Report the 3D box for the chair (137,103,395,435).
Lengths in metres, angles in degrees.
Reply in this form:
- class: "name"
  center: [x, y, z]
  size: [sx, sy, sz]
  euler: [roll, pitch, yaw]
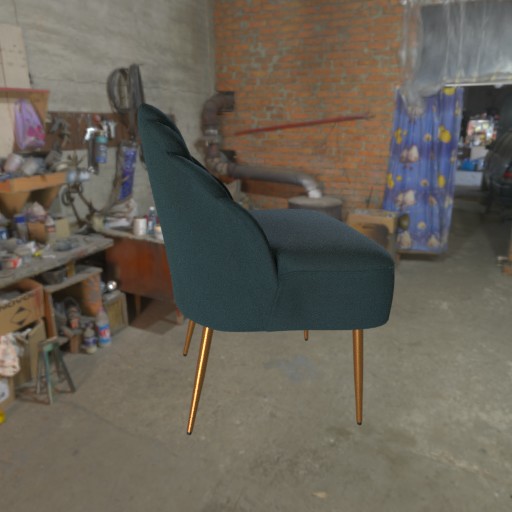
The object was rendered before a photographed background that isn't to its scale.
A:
- class: "chair"
  center: [0.000, 0.000, 1.266]
  size: [0.599, 0.819, 0.657]
  euler: [-3, 16, -10]
